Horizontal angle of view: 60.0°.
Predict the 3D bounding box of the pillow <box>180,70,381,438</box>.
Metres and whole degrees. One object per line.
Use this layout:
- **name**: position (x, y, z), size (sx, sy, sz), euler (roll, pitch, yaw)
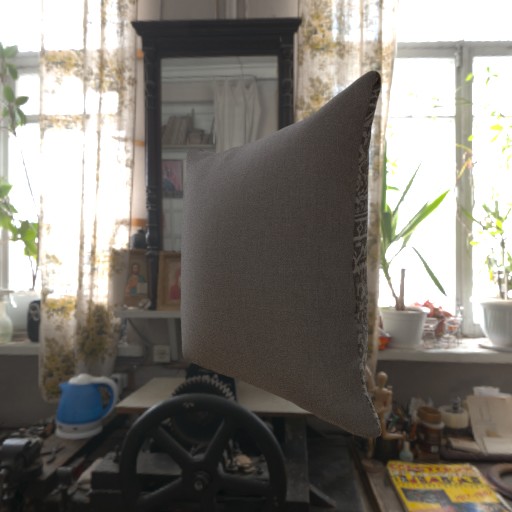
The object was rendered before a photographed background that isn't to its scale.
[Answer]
- **pillow**: position (0.000, 0.000, 0.793), size (0.180, 0.487, 0.546), euler (0, 0, -36)
